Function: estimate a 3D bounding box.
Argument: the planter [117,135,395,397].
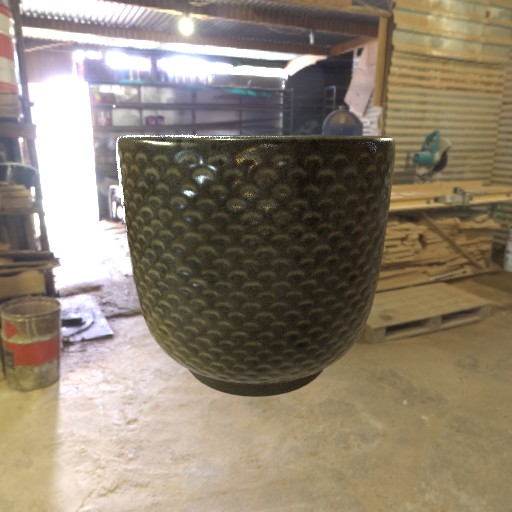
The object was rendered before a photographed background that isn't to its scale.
[{"bbox_3d":[0.000,0.000,0.247,0.140,0.129,0.140,0,15,0],"label":"planter"}]
